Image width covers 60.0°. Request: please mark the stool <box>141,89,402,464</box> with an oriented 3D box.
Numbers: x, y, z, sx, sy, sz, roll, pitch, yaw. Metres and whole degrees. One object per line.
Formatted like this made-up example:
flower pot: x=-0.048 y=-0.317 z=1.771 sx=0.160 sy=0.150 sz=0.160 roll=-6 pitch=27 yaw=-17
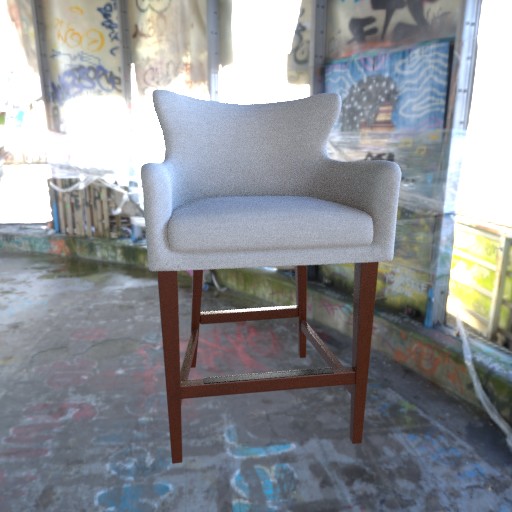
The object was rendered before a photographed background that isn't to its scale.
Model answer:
stool: x=0.000 y=0.000 z=1.374 sx=0.615 sy=0.987 sz=0.637 roll=-2 pitch=15 yaw=-9
